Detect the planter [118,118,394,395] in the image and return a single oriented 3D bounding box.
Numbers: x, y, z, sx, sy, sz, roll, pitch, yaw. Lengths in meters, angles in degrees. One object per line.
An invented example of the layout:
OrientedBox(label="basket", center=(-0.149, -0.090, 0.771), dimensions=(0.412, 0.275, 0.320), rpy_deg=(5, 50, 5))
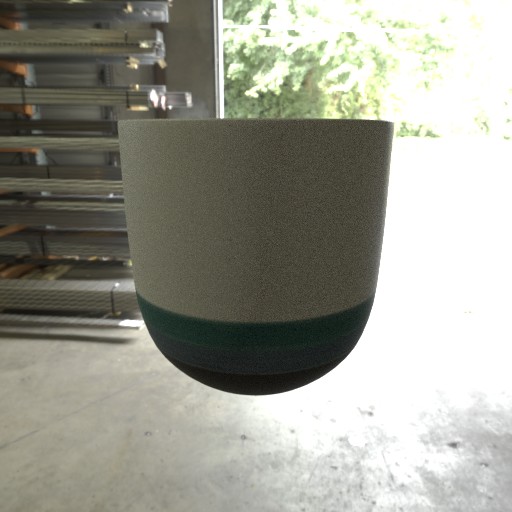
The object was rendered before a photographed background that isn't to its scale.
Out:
OrientedBox(label="planter", center=(0.000, 0.000, 0.369), dimensions=(0.204, 0.214, 0.204), rpy_deg=(0, 16, 0))
